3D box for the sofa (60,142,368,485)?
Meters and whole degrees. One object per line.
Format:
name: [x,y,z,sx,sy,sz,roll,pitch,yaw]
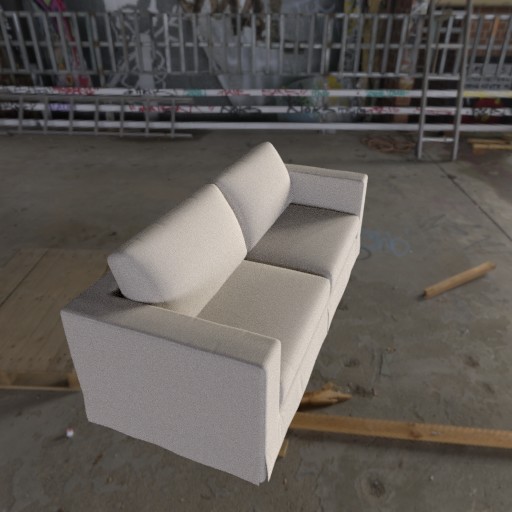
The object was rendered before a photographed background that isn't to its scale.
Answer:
sofa: [0.000,0.000,2.660,0.954,0.881,2.163,11,32,19]
